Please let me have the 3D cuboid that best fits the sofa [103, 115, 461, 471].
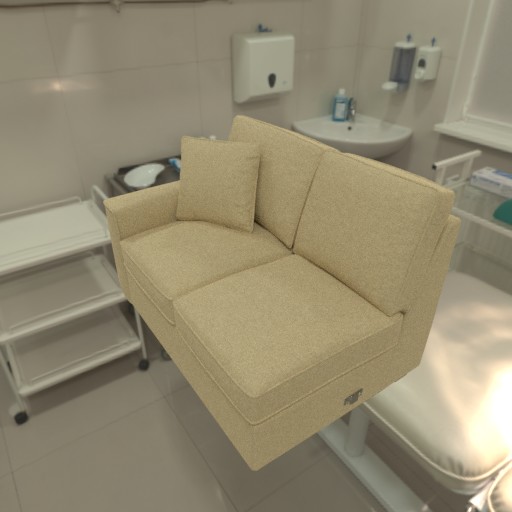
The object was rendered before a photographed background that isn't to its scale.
[{"bbox_3d":[0.000,0.000,2.086,0.991,0.989,1.388,-20,38,-29],"label":"sofa"}]
